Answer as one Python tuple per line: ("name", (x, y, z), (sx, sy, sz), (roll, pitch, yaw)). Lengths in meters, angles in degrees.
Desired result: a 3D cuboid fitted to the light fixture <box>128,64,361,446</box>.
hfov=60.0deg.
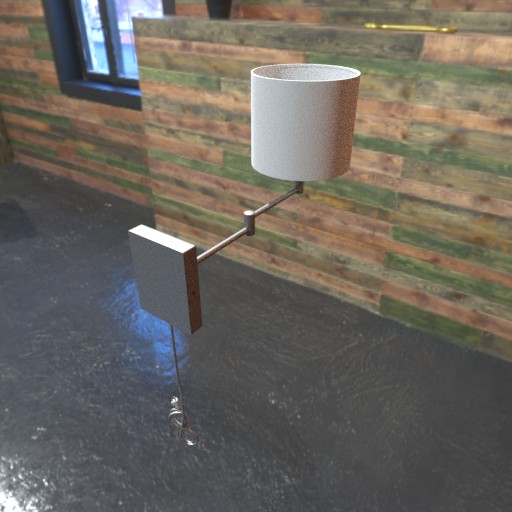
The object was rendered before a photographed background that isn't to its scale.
("light fixture", (0.000, 0.000, 0.887), (0.203, 0.651, 0.516), (20, 37, 30))
